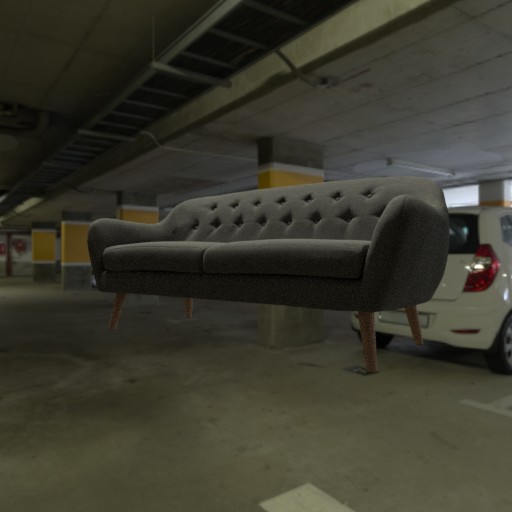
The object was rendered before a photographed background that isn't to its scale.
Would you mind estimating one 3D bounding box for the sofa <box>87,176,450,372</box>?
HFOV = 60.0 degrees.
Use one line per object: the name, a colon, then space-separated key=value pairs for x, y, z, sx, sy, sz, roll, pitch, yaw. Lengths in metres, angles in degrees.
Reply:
sofa: x=0.000 y=0.000 z=2.284 sx=1.840 sy=0.820 sz=0.820 roll=0 pitch=0 yaw=36
